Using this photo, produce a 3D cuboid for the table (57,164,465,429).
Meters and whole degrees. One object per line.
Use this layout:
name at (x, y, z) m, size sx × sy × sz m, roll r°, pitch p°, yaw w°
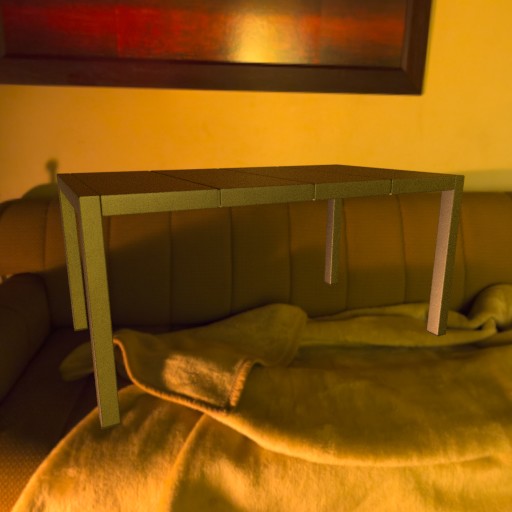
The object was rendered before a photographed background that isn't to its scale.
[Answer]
table at (0.000, 0.000, 1.265) m, size 0.965 × 0.460 × 0.559 m, roll -8°, pitch 17°, yaw -26°
